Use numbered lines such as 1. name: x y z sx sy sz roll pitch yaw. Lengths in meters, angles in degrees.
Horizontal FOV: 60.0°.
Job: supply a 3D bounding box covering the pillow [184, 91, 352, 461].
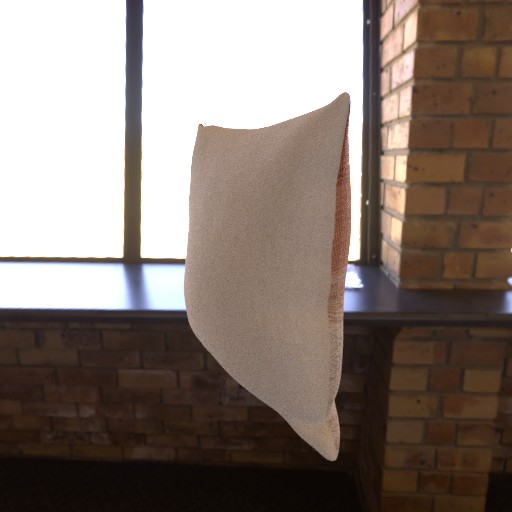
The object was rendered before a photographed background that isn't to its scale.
1. pillow: 0.000 0.000 0.695 0.182 0.441 0.440 -7 14 -28
